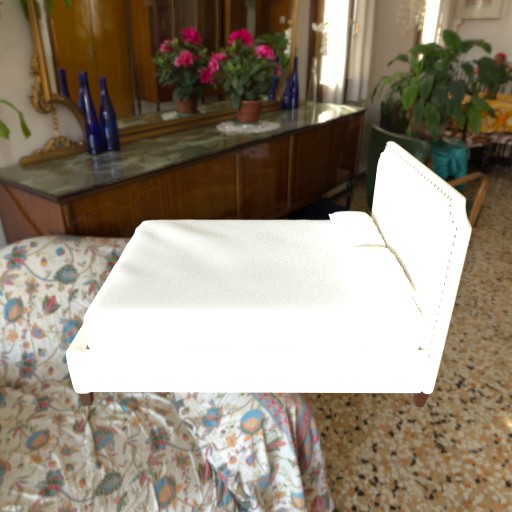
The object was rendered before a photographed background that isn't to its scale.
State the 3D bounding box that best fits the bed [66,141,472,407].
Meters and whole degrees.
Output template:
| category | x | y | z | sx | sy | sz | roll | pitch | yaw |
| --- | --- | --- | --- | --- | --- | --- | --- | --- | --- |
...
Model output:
| category | x | y | z | sx | sy | sz | roll | pitch | yaw |
| --- | --- | --- | --- | --- | --- | --- | --- | --- | --- |
| bed | 0.000 | 0.000 | 3.374 | 2.365 | 1.443 | 1.712 | 0 | 26 | 0 |
